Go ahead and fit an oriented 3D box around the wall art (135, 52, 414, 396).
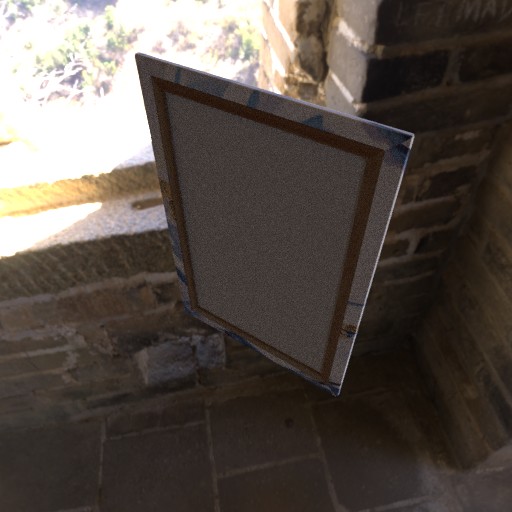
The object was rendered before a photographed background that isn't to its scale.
[{"bbox_3d":[0.000,0.000,1.163,0.610,0.914,0.016,25,51,22],"label":"wall art"}]
